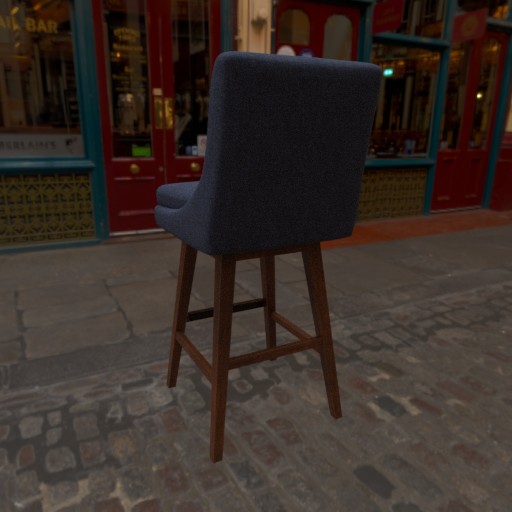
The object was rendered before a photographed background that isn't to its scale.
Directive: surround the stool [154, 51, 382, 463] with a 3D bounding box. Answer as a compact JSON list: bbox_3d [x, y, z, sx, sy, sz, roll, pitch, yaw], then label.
[{"bbox_3d":[0.000,0.000,1.370,0.489,1.068,0.572,-8,18,-27],"label":"stool"}]
